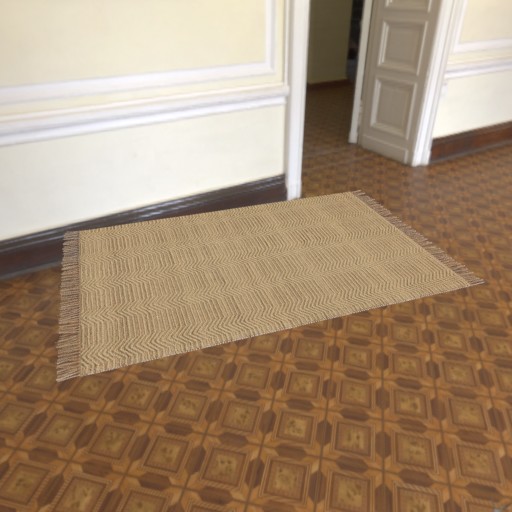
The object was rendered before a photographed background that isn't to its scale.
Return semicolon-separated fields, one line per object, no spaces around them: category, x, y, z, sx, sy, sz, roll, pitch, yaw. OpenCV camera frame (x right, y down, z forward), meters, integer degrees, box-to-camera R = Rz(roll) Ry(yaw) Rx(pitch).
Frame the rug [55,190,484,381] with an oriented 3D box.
rug;0.000;0.000;2.425;2.021;0.027;1.224;-10;33;-16
